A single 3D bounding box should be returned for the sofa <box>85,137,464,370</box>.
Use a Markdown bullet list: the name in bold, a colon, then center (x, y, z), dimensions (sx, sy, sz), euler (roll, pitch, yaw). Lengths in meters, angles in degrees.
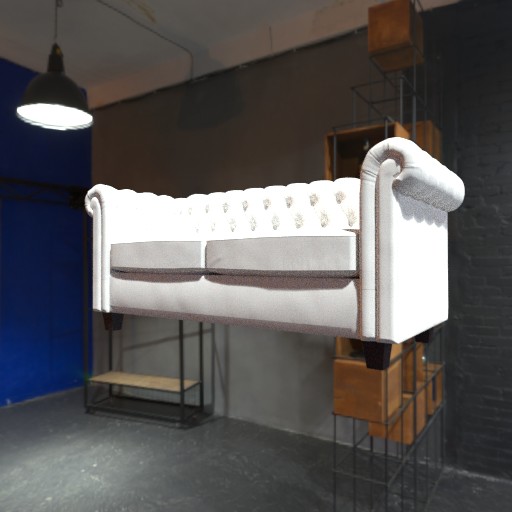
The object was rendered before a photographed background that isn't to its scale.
- **sofa**: center (0.000, 0.000, 2.227), dimensions (1.798, 0.796, 0.771), euler (0, -1, 35)
